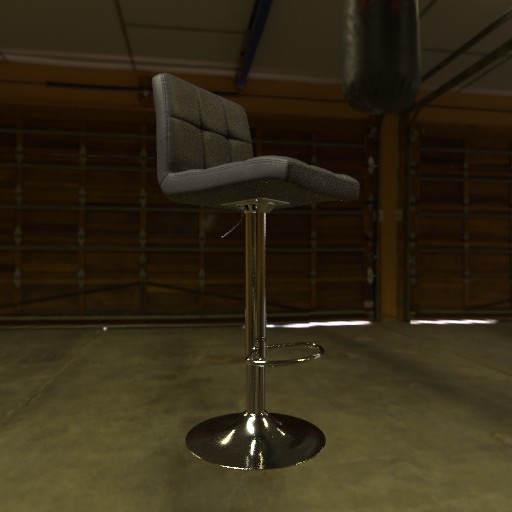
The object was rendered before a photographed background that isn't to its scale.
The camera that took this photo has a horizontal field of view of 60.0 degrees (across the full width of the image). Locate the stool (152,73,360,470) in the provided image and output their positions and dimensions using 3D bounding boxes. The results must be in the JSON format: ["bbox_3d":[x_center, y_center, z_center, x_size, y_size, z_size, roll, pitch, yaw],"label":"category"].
[{"bbox_3d":[0.000,0.000,1.355,0.505,1.115,0.430,0,0,37],"label":"stool"}]
